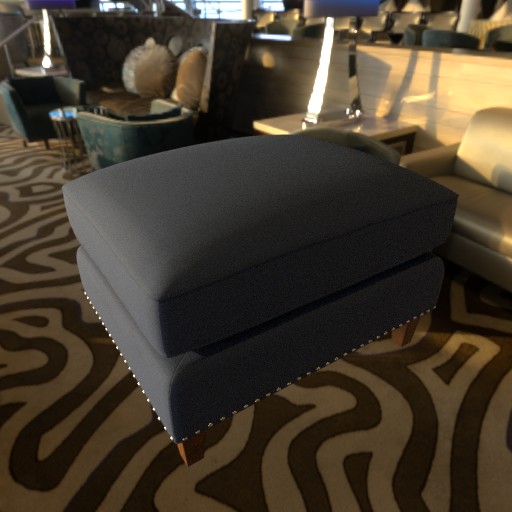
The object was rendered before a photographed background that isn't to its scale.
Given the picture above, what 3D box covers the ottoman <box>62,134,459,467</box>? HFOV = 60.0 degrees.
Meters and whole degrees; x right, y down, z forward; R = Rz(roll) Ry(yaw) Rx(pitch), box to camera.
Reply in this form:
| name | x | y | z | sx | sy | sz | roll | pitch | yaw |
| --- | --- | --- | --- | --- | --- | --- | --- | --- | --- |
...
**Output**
| name | x | y | z | sx | sy | sz | roll | pitch | yaw |
| --- | --- | --- | --- | --- | --- | --- | --- | --- | --- |
| ottoman | 0.000 | 0.000 | 1.102 | 0.741 | 0.513 | 0.584 | -18 | 35 | -29 |
